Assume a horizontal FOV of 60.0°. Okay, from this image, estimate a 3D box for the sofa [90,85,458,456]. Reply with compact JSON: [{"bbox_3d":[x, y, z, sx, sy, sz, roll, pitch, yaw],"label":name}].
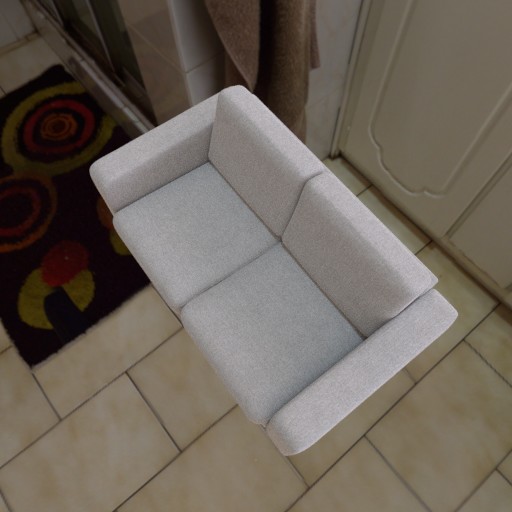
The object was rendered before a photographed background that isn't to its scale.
[{"bbox_3d":[0.000,0.000,2.056,0.900,0.800,1.540,-35,70,-15],"label":"sofa"}]
